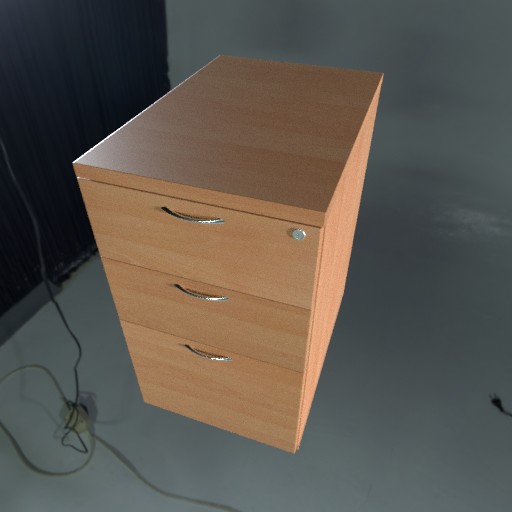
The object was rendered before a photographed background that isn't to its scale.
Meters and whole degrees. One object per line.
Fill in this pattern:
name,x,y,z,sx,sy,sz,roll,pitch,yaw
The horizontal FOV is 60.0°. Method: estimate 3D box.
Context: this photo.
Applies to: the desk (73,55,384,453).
desk,0.000,0.000,1.084,0.404,0.730,0.600,13,42,15
